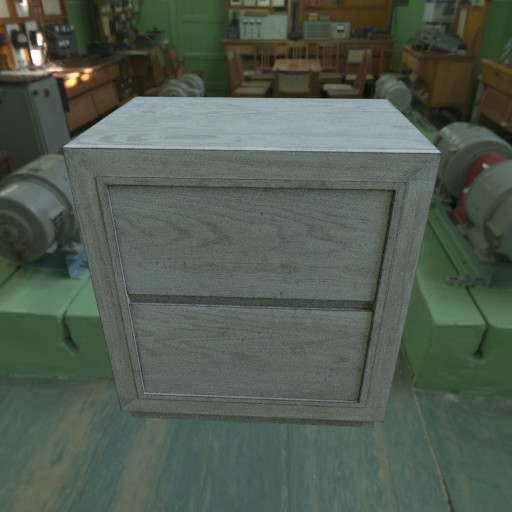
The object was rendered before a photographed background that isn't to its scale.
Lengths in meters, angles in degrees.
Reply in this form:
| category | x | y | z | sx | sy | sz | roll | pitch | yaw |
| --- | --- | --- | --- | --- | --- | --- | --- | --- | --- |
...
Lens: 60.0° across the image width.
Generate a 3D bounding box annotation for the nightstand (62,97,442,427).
| category | x | y | z | sx | sy | sz | roll | pitch | yaw |
| --- | --- | --- | --- | --- | --- | --- | --- | --- | --- |
| nightstand | 0.000 | 0.000 | 1.085 | 0.612 | 0.673 | 0.483 | 1 | 30 | 3 |
